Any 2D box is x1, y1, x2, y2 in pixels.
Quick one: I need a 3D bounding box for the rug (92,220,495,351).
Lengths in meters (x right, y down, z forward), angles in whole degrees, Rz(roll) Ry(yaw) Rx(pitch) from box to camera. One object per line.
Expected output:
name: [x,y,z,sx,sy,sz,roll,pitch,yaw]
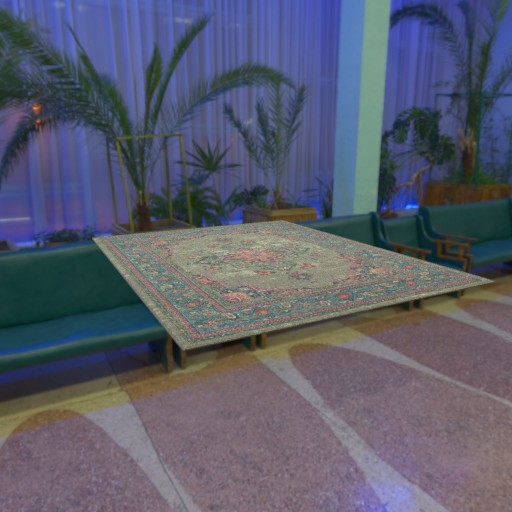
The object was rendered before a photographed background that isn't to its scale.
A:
rug: [0.000,0.000,4.063,2.434,0.013,3.057,-7,16,-27]
